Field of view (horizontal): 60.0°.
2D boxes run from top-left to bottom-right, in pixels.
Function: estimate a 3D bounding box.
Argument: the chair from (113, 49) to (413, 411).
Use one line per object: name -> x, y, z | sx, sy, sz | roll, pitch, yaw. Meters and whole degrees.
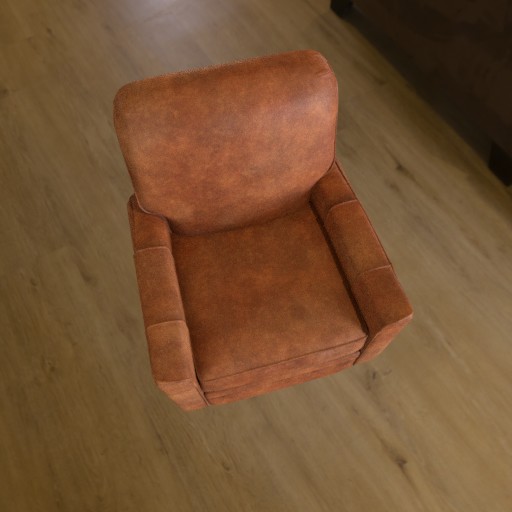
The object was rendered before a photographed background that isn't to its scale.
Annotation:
chair -> 0.000, 0.000, 1.616 | 0.843, 1.043, 0.836 | -14, 63, -7
